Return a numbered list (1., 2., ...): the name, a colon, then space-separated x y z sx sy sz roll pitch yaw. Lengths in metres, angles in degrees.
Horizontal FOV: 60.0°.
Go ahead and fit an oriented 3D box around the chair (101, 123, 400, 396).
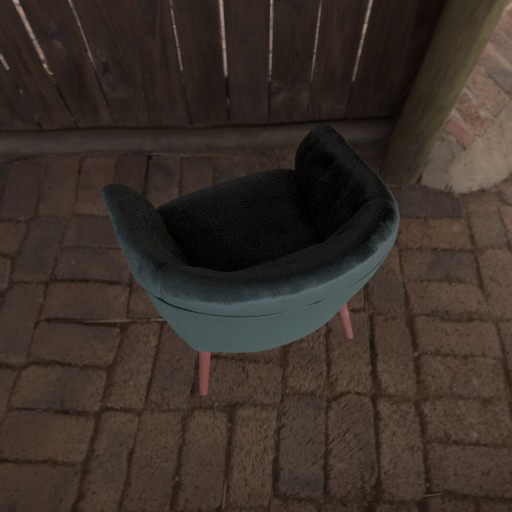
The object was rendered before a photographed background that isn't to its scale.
1. chair: 0.000 0.000 1.534 0.851 0.885 0.776 -19 61 -11
